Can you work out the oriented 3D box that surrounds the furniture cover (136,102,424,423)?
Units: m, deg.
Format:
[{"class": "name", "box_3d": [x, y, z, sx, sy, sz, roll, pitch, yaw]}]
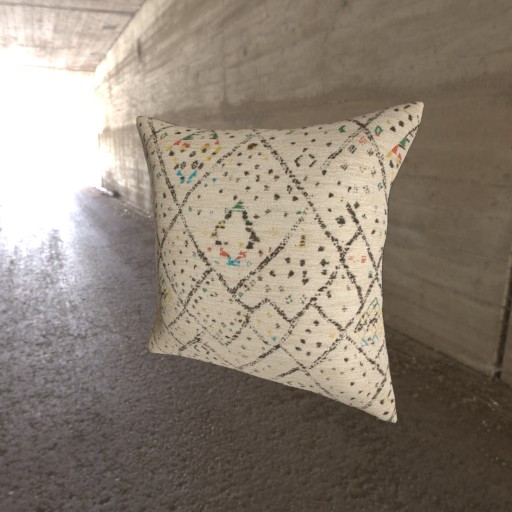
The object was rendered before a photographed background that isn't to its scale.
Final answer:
[{"class": "furniture cover", "box_3d": [0.000, 0.000, 0.784, 0.525, 0.498, 0.180, 8, 17, 27]}]
